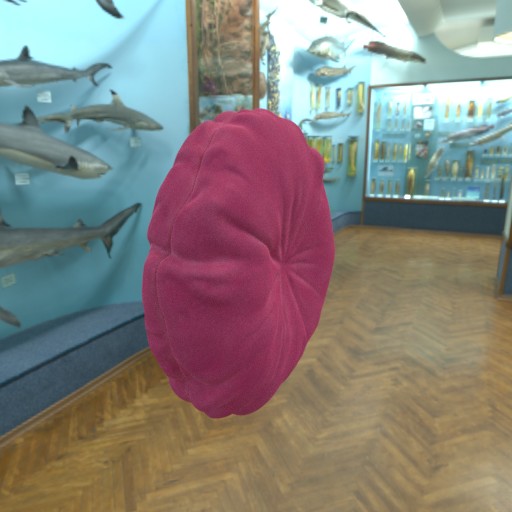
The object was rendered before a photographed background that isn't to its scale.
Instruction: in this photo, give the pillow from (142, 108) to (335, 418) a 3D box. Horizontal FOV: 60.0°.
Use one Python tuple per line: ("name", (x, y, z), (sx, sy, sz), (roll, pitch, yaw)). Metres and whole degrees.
("pillow", (0.000, 0.000, 0.643), (0.148, 0.407, 0.428), (7, 16, 27))
